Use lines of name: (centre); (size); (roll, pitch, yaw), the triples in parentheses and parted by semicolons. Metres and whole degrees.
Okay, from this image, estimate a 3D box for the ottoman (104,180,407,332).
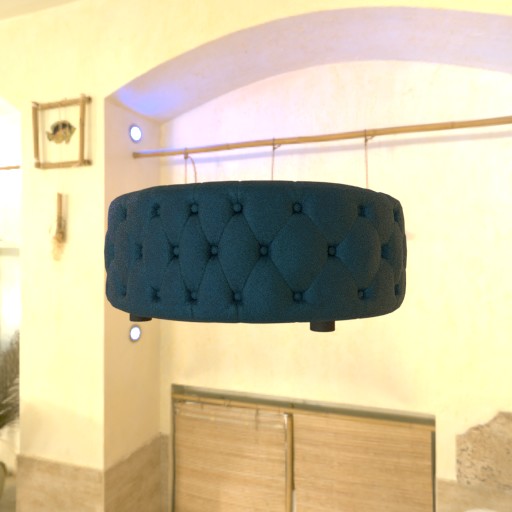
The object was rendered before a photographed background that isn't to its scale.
ottoman: (0.000, 0.000, 1.545); (0.998, 0.398, 0.998); (0, 0, 0)
